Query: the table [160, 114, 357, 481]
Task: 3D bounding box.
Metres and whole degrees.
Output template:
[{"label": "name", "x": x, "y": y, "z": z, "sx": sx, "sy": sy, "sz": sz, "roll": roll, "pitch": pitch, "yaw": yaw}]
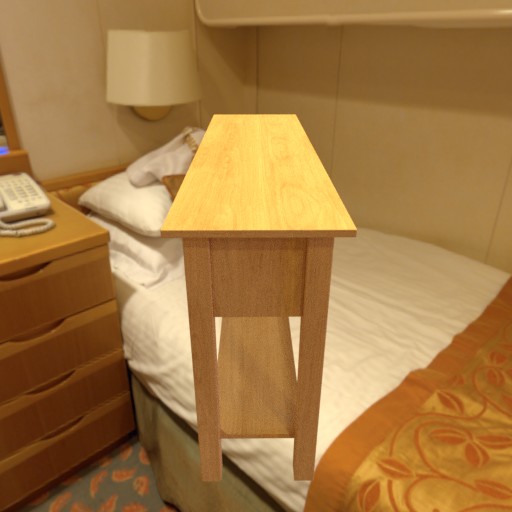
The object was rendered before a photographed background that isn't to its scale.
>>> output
[{"label": "table", "x": 0.000, "y": 0.000, "z": 1.503, "sx": 0.350, "sy": 0.730, "sz": 1.240, "roll": 0, "pitch": 27, "yaw": 0}]
